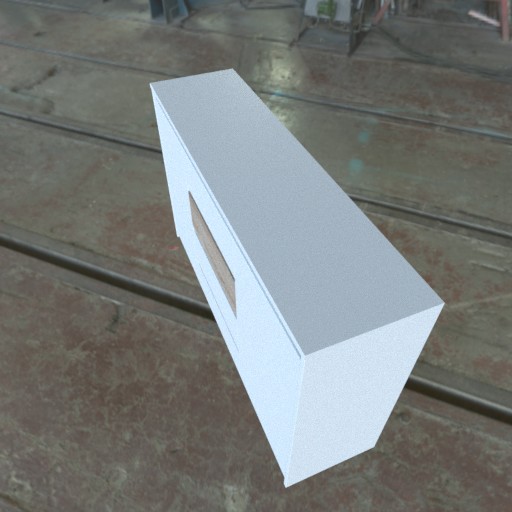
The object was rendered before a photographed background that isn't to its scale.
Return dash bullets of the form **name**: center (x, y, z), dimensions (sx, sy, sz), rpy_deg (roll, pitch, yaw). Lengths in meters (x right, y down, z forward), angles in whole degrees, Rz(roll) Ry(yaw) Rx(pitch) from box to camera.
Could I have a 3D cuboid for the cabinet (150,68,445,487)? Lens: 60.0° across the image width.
- **cabinet**: center (0.000, 0.000, 1.805), dimensions (0.380, 0.900, 1.450), rpy_deg (-17, 48, -16)
